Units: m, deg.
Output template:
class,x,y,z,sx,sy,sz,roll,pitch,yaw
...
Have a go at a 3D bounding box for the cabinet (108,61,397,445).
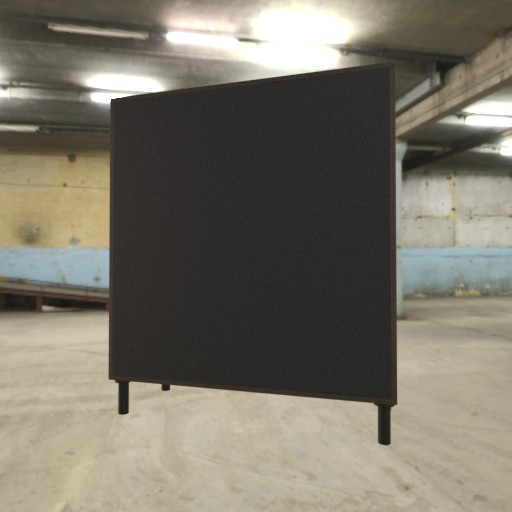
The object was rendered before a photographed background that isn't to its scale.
class,x,y,z,sx,sy,sz,roll,pitch,yaw
cabinet,0.000,0.000,1.675,1.010,1.170,0.400,0,-1,17
